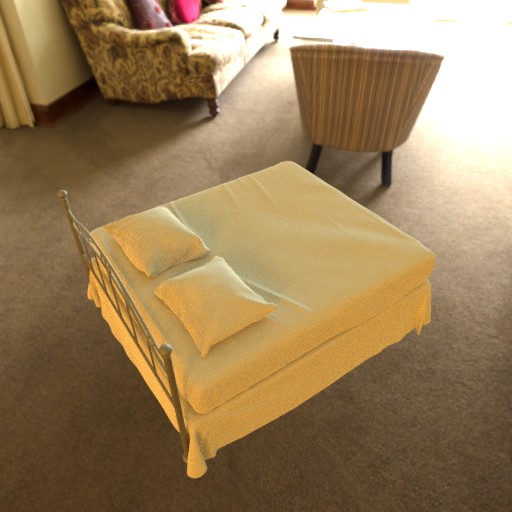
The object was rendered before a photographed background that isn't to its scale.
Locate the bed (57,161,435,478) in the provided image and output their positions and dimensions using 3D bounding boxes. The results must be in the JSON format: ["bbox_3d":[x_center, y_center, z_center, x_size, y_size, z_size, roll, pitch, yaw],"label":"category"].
[{"bbox_3d":[0.000,0.000,3.300,2.215,1.080,1.936,-24,46,-26],"label":"bed"}]
